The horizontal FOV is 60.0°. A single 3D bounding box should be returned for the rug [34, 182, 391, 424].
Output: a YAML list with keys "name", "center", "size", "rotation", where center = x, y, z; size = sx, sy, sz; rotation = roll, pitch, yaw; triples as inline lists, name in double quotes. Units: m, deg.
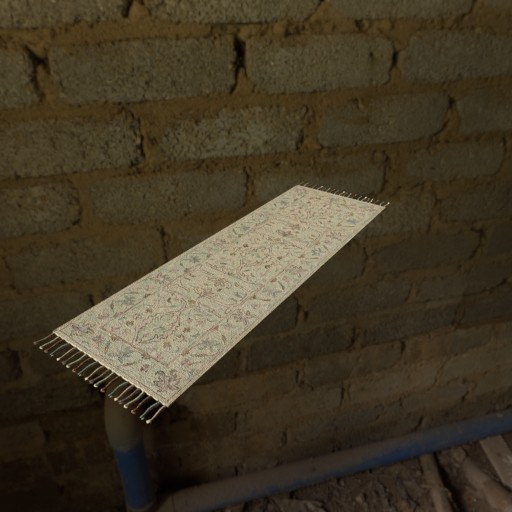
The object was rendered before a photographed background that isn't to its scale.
- name: "rug"
  center: [0.000, 0.000, 2.685]
  size: [0.769, 0.013, 2.440]
  rotation: [20, 36, 30]
